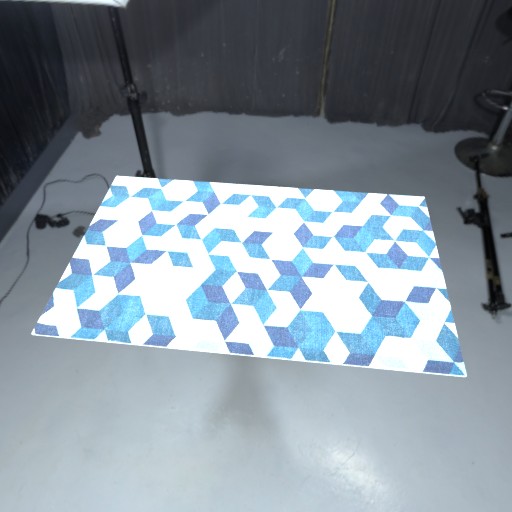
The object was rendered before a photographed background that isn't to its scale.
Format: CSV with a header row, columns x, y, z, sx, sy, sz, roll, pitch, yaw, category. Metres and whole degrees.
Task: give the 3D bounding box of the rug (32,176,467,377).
x,y,z,sx,sy,sz,roll,pitch,yaw,category
0.000,0.000,2.980,2.438,0.015,1.518,5,47,4,rug
